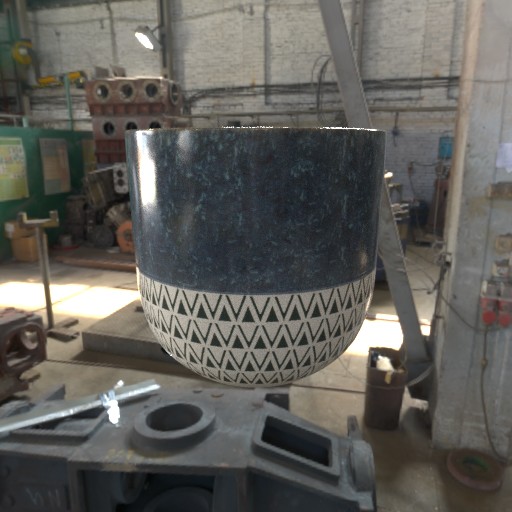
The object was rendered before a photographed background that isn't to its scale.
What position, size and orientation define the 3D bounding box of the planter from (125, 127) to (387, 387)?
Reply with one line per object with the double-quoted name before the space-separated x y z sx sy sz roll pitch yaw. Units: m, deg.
"planter" 0.000 0.000 0.499 0.266 0.270 0.266 0 14 0
